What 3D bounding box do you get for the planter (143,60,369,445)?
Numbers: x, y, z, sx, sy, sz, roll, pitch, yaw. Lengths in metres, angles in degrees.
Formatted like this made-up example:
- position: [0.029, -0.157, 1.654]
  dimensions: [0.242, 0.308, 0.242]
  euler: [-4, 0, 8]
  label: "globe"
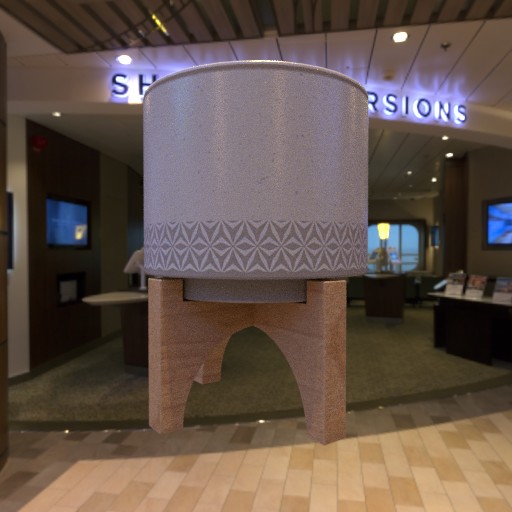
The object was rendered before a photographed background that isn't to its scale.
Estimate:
- position: [0.000, 0.000, 0.264]
  dimensions: [0.130, 0.178, 0.130]
  euler: [0, 1, 0]
  label: "planter"
